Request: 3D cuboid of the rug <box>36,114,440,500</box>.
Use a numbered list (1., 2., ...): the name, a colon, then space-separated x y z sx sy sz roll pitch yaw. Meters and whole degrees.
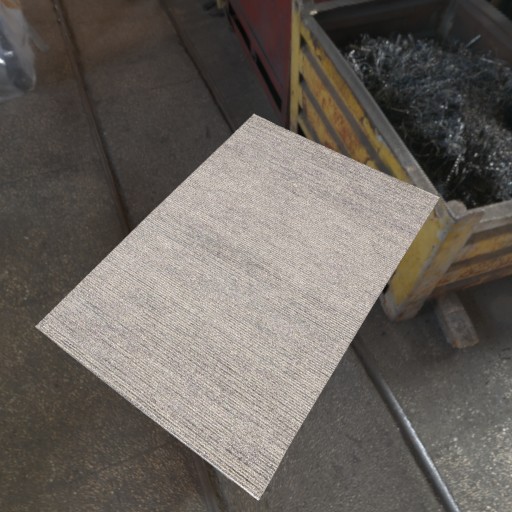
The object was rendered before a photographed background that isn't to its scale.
1. rug: 0.000 0.000 2.890 1.604 0.030 2.307 30 62 18
